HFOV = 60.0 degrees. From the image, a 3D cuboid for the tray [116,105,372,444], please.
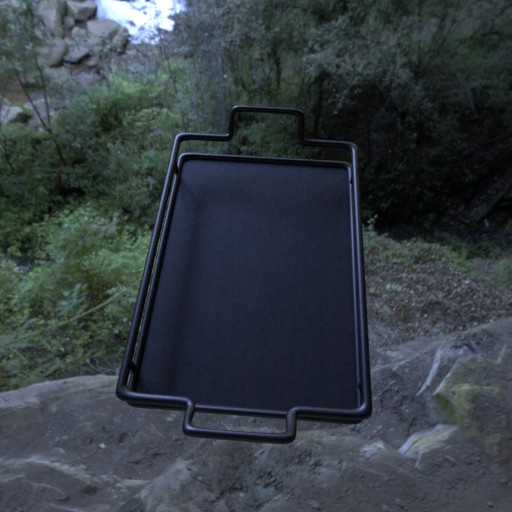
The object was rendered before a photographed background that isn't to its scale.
[{"bbox_3d":[0.000,0.000,0.619,0.297,0.101,0.495,4,60,2],"label":"tray"}]
